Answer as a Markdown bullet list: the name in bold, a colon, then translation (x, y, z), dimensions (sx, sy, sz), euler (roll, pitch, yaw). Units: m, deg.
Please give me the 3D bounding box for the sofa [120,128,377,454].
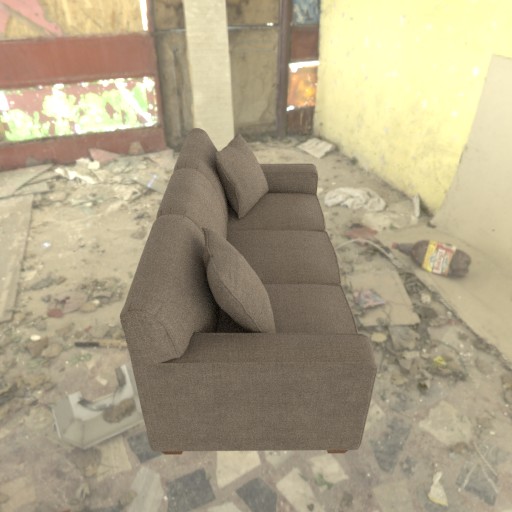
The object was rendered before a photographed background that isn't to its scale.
- **sofa**: translation (0.000, 0.000, 2.615), dimensions (0.997, 0.958, 2.024), euler (0, 34, 0)
